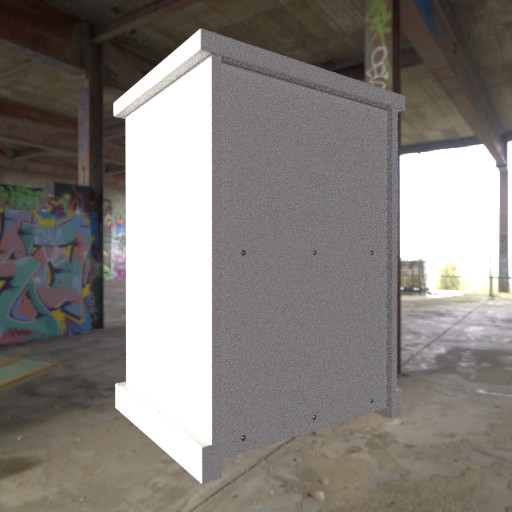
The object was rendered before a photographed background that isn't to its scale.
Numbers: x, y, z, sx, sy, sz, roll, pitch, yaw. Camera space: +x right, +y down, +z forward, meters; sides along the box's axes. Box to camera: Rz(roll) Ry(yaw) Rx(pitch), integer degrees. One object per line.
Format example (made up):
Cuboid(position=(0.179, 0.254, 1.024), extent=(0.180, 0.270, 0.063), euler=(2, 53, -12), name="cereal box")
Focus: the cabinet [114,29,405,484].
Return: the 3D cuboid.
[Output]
Cuboid(position=(0.000, 0.000, 1.024), extent=(0.520, 0.723, 0.431), euler=(0, 1, -36), name="cabinet")
